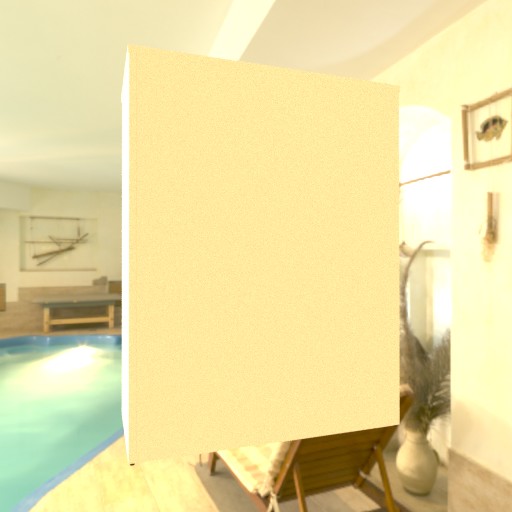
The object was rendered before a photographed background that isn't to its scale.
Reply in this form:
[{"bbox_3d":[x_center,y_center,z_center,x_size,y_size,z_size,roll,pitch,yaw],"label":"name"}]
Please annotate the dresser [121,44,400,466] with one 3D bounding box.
[{"bbox_3d":[0.000,0.000,1.399,0.800,1.040,0.380,0,0,-19],"label":"dresser"}]
